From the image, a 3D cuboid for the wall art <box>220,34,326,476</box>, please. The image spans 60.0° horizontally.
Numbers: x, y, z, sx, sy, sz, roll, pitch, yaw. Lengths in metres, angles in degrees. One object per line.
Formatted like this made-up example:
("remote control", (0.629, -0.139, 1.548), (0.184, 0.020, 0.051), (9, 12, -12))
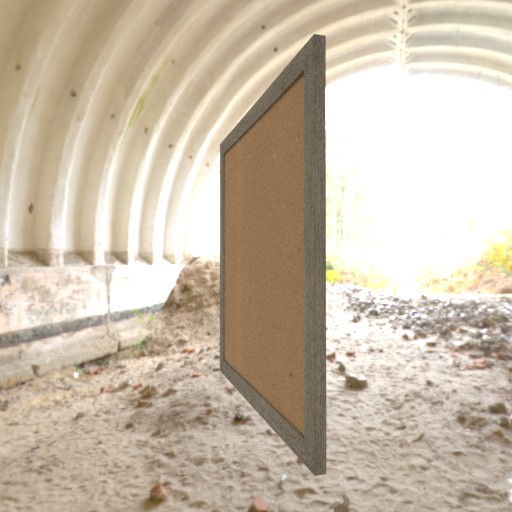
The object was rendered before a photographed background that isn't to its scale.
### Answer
("wall art", (0.000, 0.000, 1.016), (0.020, 0.685, 0.685), (0, -1, -17))
